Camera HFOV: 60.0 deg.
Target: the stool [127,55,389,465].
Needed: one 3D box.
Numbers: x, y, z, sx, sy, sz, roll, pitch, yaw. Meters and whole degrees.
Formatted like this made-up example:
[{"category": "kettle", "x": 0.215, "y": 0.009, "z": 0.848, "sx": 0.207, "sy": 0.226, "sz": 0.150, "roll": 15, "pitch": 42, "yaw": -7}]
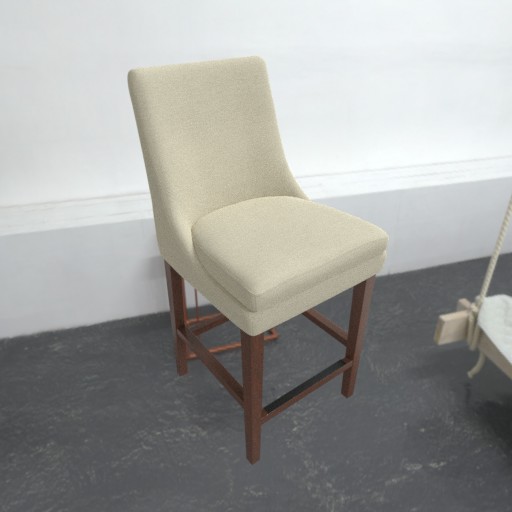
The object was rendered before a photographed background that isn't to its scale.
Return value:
[{"category": "stool", "x": 0.000, "y": 0.000, "z": 1.275, "sx": 0.470, "sy": 0.981, "sz": 0.577, "roll": -22, "pitch": 38, "yaw": -31}]
